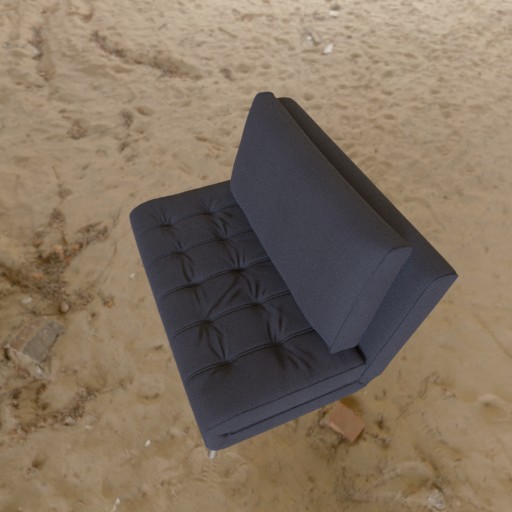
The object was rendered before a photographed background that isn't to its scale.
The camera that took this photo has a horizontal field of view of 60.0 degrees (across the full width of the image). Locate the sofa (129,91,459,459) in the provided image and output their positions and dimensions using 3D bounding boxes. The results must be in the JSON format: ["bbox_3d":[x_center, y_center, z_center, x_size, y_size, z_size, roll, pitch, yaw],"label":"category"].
[{"bbox_3d":[0.000,0.000,1.902,0.910,0.910,1.220,-17,50,-15],"label":"sofa"}]
